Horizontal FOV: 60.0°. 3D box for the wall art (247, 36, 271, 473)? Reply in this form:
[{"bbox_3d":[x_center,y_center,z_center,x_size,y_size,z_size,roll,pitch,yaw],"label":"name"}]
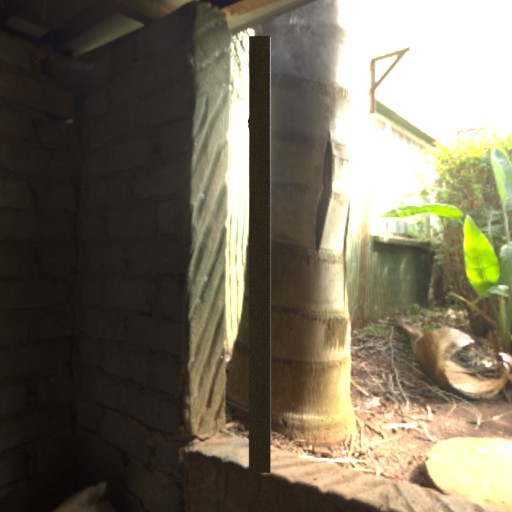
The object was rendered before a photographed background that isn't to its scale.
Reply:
[{"bbox_3d":[0.000,0.000,1.151,0.041,0.762,0.762,0,-1,-1],"label":"wall art"}]
